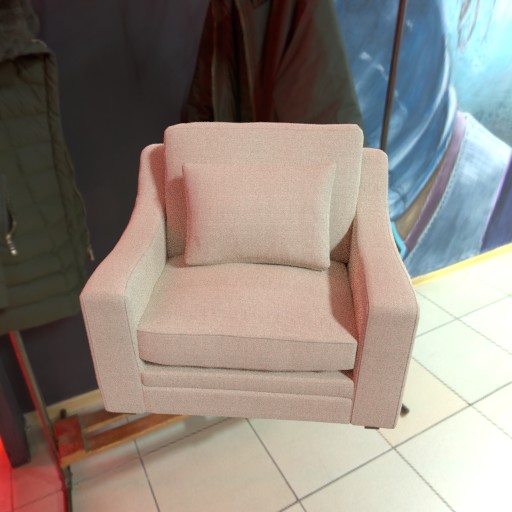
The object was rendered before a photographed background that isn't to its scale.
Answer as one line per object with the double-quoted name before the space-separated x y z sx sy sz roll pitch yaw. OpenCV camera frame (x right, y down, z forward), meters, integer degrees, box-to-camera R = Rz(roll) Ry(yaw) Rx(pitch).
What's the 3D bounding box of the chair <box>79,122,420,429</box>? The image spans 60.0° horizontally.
"chair" 0.000 0.000 1.928 1.178 1.016 1.009 2 30 4
